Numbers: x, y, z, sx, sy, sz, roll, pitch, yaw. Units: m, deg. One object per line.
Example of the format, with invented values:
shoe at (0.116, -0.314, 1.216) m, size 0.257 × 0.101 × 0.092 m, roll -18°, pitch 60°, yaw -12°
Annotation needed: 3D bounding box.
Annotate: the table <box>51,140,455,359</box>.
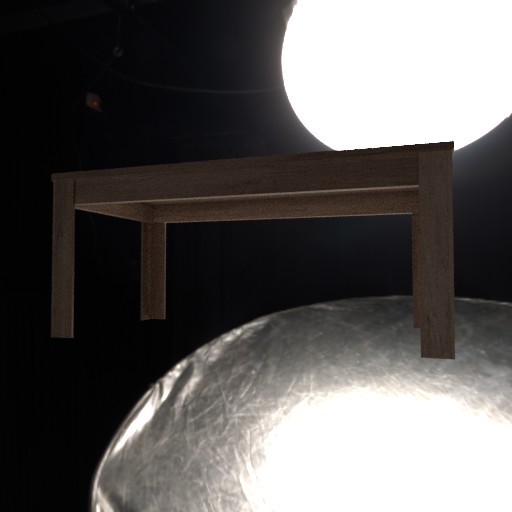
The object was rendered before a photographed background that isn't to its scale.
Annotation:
table at (0.000, 0.000, 2.294) m, size 1.800 × 0.790 × 0.900 m, roll -1°, pitch -2°, yaw 18°
